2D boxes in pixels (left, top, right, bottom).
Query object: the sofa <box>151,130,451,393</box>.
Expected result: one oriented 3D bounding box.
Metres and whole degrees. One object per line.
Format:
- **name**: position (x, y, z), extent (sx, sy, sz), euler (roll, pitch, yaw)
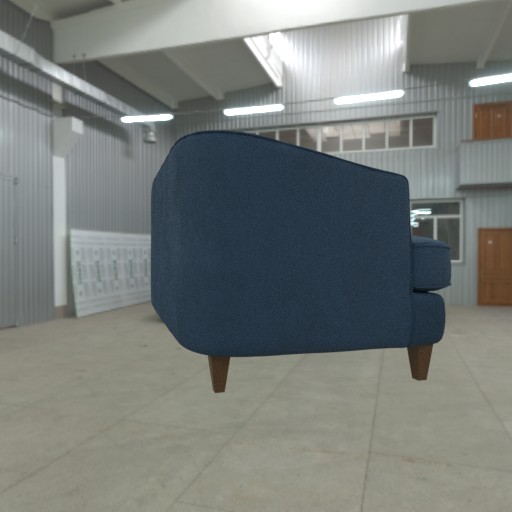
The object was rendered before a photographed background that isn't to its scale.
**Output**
- **sofa**: position (0.000, 0.000, 2.204), extent (0.941, 0.854, 1.733), euler (0, 1, -18)
